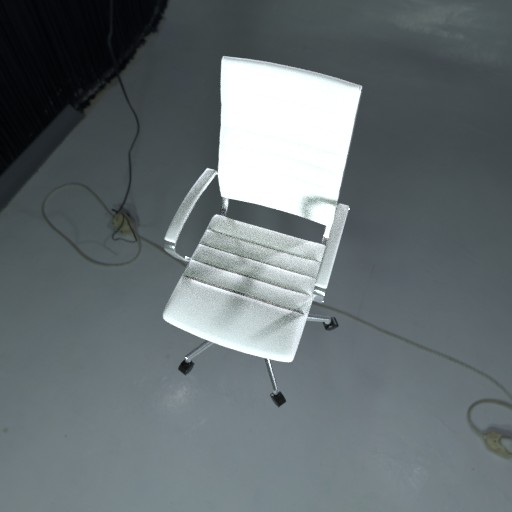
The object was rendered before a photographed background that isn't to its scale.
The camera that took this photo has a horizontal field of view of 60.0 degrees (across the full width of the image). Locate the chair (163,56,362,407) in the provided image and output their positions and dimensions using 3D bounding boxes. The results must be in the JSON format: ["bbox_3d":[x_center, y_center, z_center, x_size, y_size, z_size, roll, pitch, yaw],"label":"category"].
[{"bbox_3d":[0.000,0.000,1.654,0.766,1.149,0.739,17,59,10],"label":"chair"}]
